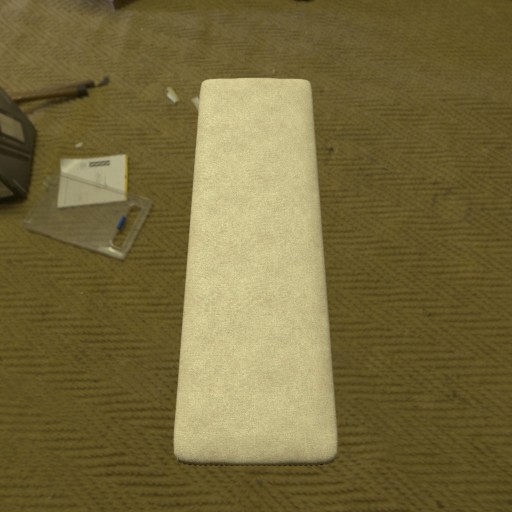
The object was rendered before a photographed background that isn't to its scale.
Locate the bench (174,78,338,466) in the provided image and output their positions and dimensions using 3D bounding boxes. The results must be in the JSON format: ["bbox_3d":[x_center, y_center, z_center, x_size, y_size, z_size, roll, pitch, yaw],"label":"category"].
[{"bbox_3d":[0.000,0.000,1.726,0.470,0.447,1.482,0,64,0],"label":"bench"}]
